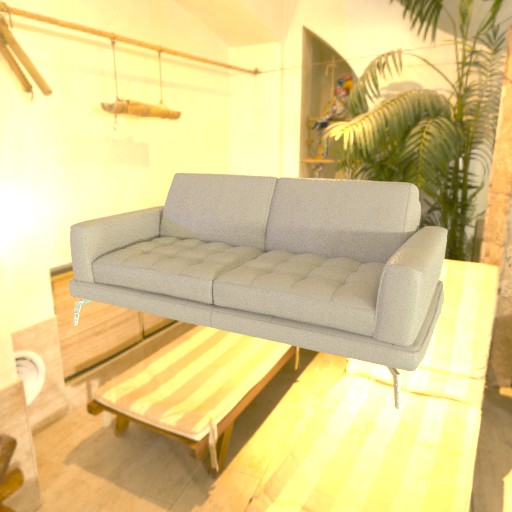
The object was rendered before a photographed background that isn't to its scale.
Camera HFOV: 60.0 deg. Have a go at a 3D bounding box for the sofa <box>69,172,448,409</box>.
[{"bbox_3d":[0.000,0.000,2.766,2.177,0.930,1.121,8,17,26],"label":"sofa"}]
